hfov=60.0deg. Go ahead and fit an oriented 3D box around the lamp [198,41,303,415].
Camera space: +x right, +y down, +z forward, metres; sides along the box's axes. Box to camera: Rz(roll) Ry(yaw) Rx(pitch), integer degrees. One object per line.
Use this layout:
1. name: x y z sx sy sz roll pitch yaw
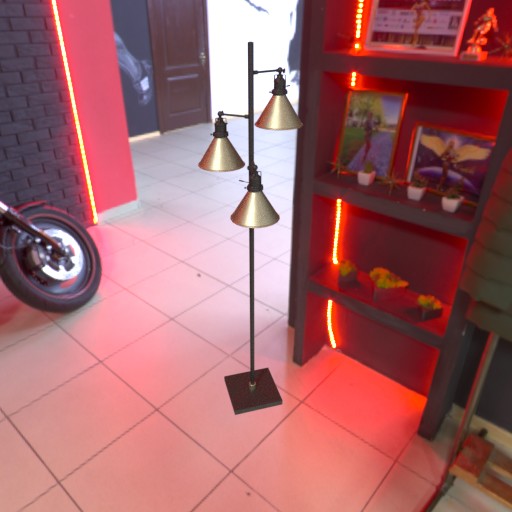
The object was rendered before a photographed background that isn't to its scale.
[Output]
1. lamp: 0.000 0.000 1.969 0.428 1.716 0.415 -8 30 -14
